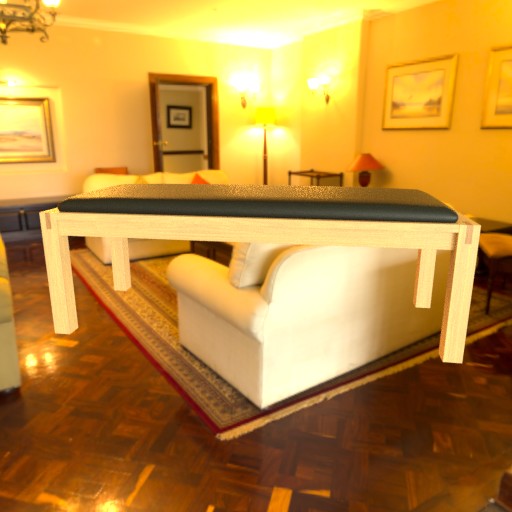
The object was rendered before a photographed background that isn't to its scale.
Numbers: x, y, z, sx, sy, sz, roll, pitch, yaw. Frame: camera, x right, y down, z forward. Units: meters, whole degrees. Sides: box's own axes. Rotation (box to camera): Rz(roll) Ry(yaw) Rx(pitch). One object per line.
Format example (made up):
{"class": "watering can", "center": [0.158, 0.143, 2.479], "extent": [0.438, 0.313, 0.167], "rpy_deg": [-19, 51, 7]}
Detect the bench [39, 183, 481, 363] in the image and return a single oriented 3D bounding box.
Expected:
{"class": "bench", "center": [0.000, 0.000, 1.449], "extent": [1.202, 0.430, 0.450], "rpy_deg": [2, 16, 9]}
